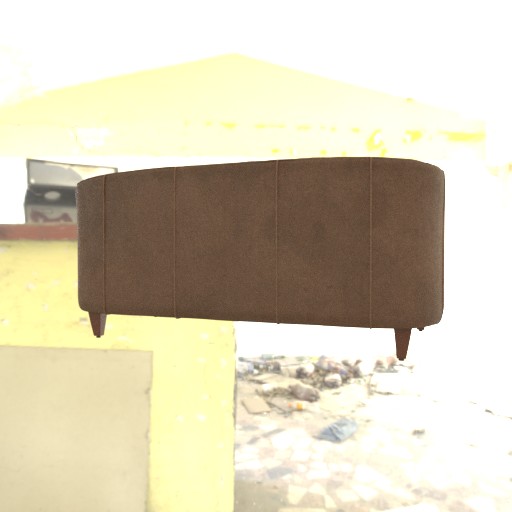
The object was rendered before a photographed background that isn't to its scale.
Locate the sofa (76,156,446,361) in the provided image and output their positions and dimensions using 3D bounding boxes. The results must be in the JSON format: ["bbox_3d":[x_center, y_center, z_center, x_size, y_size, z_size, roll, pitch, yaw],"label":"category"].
[{"bbox_3d":[0.000,0.000,2.267,1.767,0.799,0.917,0,1,19],"label":"sofa"}]
